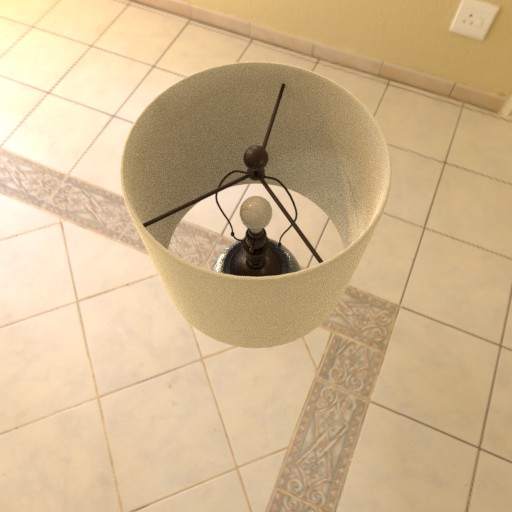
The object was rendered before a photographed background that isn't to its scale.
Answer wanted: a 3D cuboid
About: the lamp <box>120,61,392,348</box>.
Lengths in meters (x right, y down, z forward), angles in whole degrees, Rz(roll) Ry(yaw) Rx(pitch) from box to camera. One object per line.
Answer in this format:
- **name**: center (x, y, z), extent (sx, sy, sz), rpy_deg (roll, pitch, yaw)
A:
- **lamp**: center (0.000, 0.000, 0.781), extent (0.329, 0.570, 0.329), rpy_deg (13, 65, 6)
